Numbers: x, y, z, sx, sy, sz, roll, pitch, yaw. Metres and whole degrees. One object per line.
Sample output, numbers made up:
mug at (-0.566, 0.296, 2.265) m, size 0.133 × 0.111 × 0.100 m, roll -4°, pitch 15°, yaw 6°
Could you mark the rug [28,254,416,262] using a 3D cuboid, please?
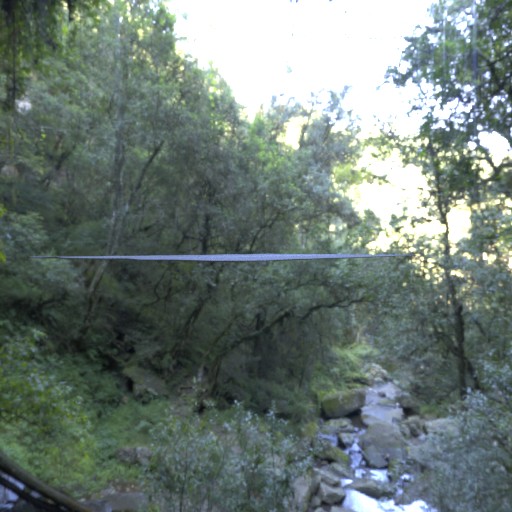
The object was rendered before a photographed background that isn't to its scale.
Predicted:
rug at (0.000, 0.000, 3.119) m, size 1.522 × 0.012 × 2.440 m, roll 1°, pitch 1°, yaw 36°
